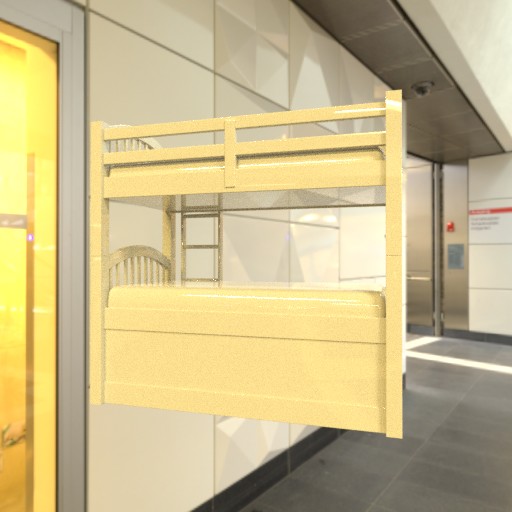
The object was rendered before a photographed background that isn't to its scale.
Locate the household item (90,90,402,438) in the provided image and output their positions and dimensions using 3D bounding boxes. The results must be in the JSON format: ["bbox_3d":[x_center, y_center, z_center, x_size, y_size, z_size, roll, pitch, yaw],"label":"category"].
[{"bbox_3d":[0.000,0.000,3.295,2.032,2.032,1.143,0,0,17],"label":"household item"}]
